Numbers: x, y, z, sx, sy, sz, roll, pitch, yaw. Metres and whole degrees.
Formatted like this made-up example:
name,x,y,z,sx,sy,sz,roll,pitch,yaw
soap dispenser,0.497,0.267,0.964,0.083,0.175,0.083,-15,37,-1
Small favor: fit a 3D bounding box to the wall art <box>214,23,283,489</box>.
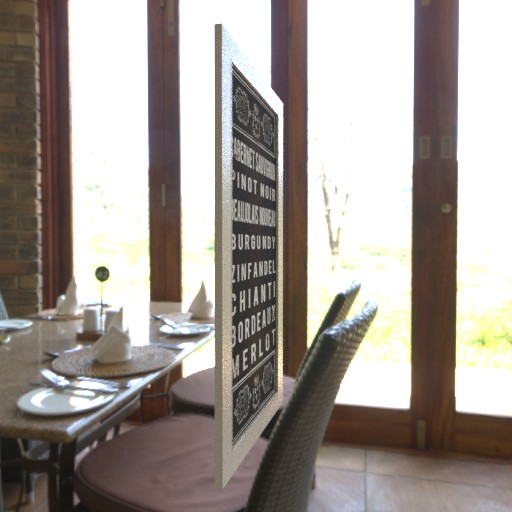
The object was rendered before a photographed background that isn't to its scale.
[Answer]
name,x,y,z,sx,sy,sz,roll,pitch,yaw
wall art,0.000,0.000,0.832,0.013,0.683,0.380,0,1,17
